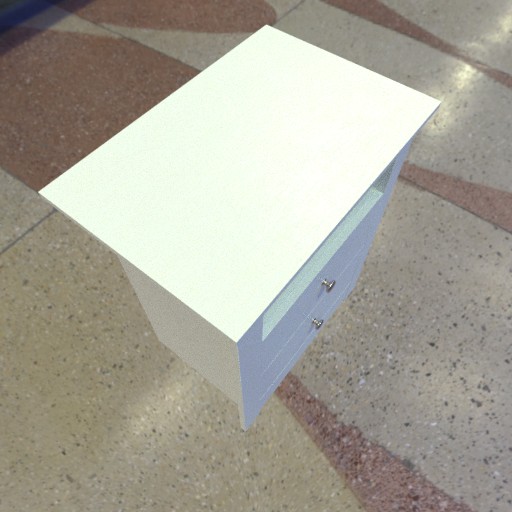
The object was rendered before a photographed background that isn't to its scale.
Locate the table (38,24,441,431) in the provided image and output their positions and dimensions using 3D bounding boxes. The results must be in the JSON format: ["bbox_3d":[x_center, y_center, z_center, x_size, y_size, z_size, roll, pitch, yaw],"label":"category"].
[{"bbox_3d":[0.000,0.000,1.052,0.406,0.711,0.589,34,64,19],"label":"table"}]
